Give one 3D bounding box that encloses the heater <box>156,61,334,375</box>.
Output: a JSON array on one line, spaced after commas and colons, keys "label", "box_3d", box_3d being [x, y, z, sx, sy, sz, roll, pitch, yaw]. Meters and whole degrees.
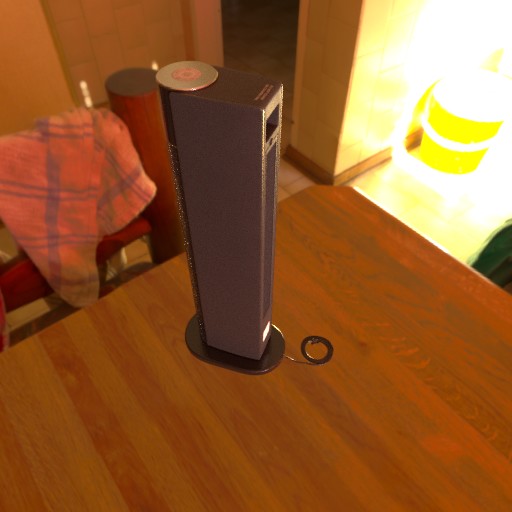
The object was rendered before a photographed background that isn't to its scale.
[{"label": "heater", "box_3d": [0.000, 0.000, 1.068, 0.458, 0.856, 0.214, 17, 50, 15]}]
